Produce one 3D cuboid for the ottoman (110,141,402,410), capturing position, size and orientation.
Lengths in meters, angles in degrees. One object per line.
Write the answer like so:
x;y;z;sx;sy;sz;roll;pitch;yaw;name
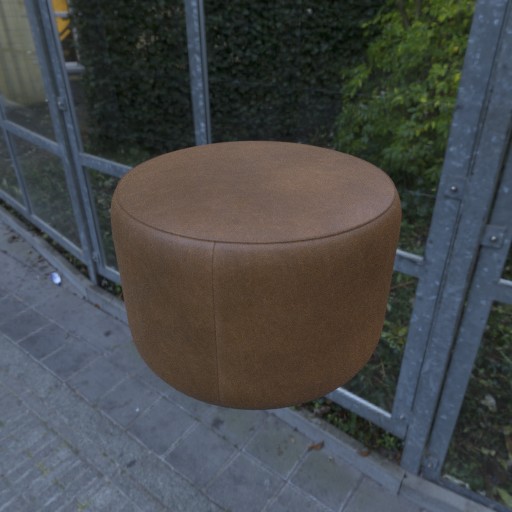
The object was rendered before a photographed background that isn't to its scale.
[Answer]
0.000;0.000;1.025;0.607;0.438;0.607;0;30;0;ottoman
